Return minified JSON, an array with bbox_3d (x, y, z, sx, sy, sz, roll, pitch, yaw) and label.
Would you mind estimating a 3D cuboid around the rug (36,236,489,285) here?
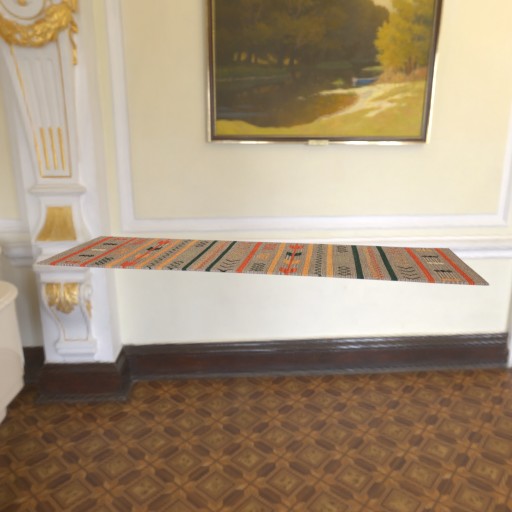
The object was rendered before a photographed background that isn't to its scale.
[{"bbox_3d":[0.000,0.000,2.692,2.419,0.022,0.744,2,15,8],"label":"rug"}]
